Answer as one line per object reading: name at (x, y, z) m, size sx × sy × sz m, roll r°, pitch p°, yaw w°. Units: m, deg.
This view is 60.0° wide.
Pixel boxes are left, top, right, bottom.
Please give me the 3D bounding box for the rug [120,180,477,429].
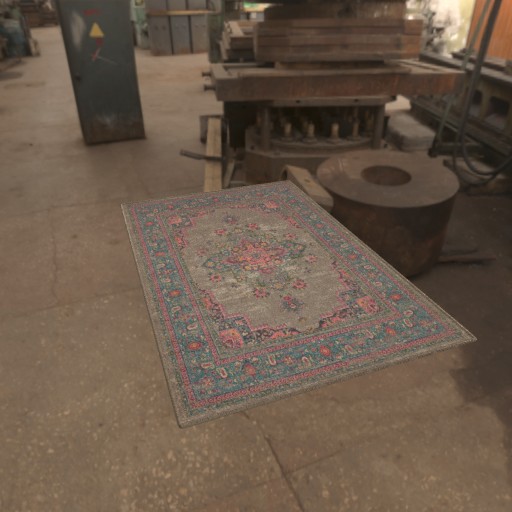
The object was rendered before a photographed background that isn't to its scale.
rug at (0.000, 0.000, 2.207) m, size 1.144 × 0.014 × 1.748 m, roll -11°, pitch 33°, yaw -17°
